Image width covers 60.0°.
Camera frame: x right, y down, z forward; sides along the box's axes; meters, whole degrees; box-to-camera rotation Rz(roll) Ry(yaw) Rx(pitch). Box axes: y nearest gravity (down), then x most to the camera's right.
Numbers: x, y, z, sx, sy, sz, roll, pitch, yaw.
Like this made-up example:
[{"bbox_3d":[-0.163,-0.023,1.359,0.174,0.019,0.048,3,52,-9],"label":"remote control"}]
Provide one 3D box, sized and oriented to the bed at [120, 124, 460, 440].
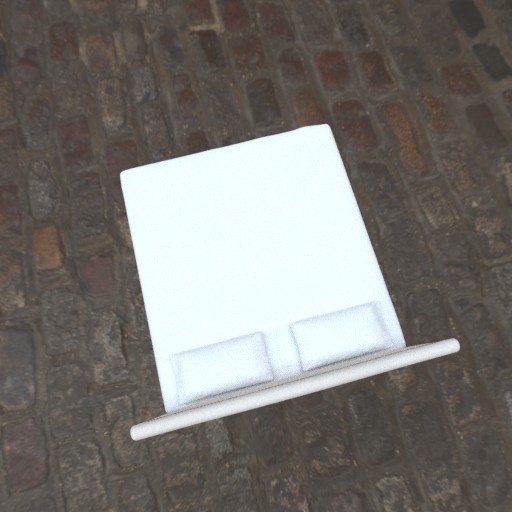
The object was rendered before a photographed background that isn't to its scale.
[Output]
[{"bbox_3d":[0.000,0.000,3.546,2.083,1.421,2.182,-14,74,-4],"label":"bed"}]
